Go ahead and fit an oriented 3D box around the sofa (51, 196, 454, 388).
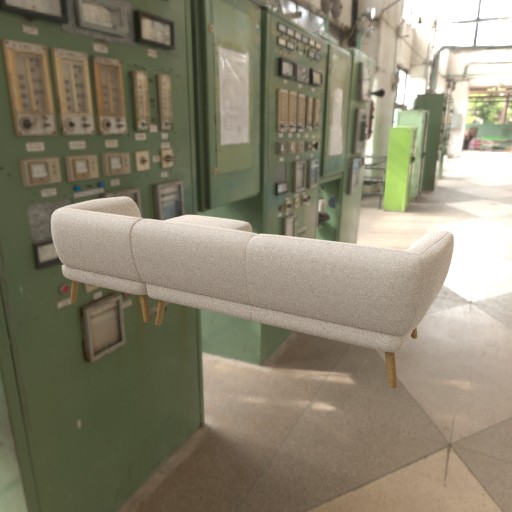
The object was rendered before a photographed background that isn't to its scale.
[{"bbox_3d":[0.000,0.000,3.265,2.660,0.730,1.610,9,18,27],"label":"sofa"}]
